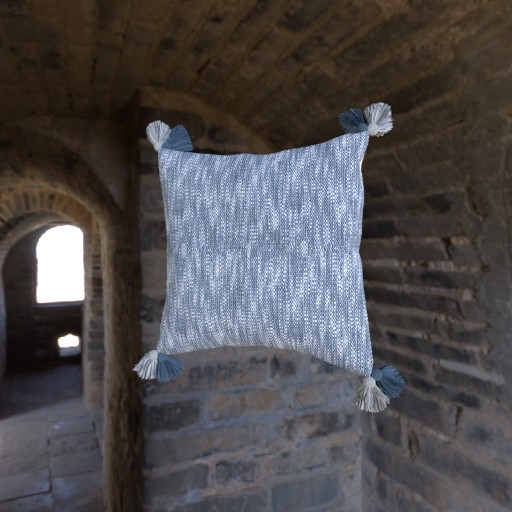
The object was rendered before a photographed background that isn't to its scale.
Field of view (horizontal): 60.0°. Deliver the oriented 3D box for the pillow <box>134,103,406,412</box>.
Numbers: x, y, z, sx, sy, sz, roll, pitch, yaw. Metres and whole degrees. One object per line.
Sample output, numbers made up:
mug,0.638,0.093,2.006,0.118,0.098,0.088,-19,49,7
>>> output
pillow,0.000,0.000,0.950,0.614,0.634,0.138,0,0,18
